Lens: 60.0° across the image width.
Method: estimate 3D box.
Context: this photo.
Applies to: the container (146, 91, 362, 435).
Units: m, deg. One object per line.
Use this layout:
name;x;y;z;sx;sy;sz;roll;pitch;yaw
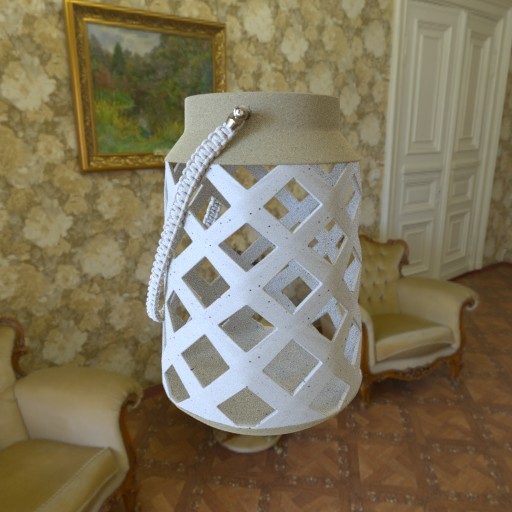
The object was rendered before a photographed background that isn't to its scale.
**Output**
container;0.000;0.000;0.343;0.172;0.229;0.163;2;15;7
